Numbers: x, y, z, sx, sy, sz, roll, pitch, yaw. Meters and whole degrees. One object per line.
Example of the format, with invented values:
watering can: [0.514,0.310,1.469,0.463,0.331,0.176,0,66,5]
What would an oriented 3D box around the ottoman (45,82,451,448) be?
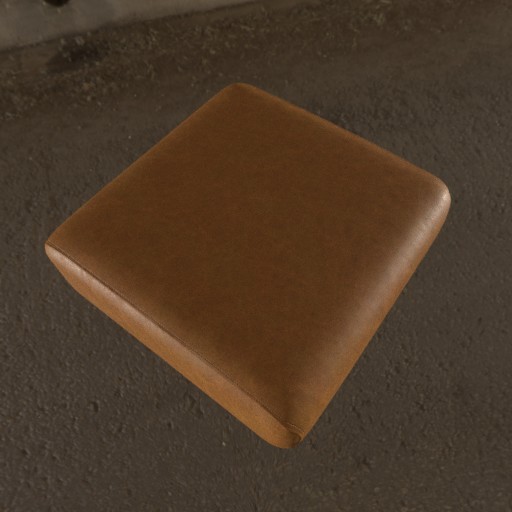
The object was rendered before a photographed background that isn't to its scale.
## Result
ottoman: [0.000,0.000,1.066,0.650,0.399,0.650,33,64,18]
